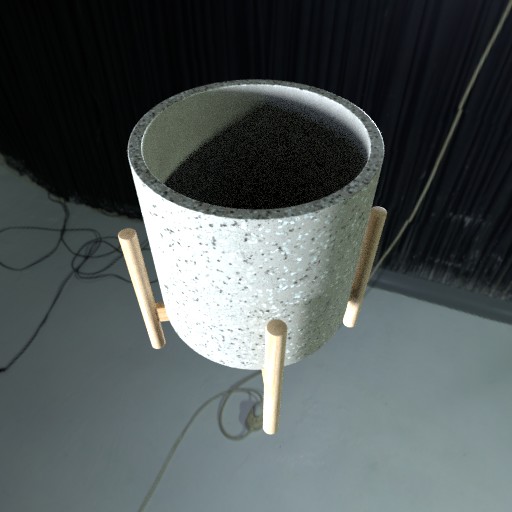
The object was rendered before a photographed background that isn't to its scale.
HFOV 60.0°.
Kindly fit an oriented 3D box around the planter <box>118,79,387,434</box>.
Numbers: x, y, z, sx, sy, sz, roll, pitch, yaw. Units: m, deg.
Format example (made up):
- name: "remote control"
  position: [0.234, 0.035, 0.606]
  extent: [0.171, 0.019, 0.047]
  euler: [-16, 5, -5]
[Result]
- name: "planter"
  position: [0.000, 0.000, 0.685]
  extent: [0.360, 0.419, 0.360]
  euler: [11, 47, 10]
